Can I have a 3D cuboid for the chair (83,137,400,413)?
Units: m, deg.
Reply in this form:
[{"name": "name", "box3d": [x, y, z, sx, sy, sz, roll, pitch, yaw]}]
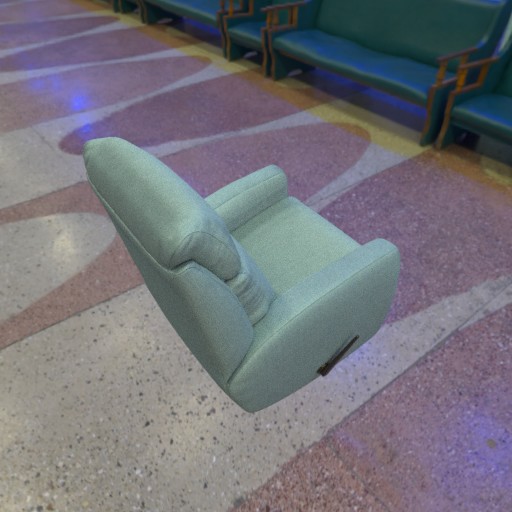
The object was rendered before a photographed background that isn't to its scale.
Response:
[{"name": "chair", "box3d": [0.000, 0.000, 1.703, 0.940, 1.013, 0.812, -26, 49, -26]}]
